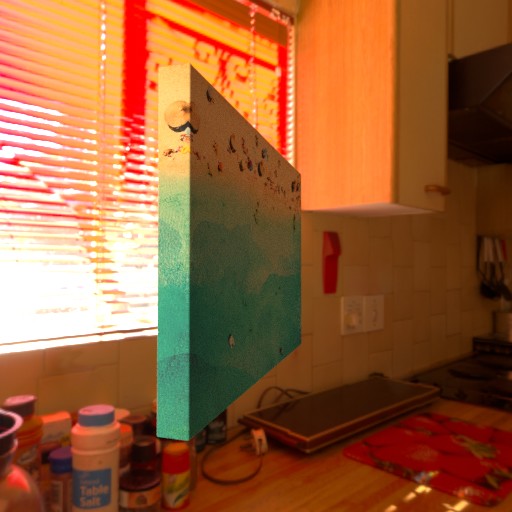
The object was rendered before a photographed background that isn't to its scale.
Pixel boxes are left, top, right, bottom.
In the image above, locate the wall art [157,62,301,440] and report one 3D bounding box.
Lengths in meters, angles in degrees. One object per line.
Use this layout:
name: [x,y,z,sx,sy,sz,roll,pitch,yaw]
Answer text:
wall art: [0.000,0.000,0.771,0.039,0.406,0.609,0,-1,17]
